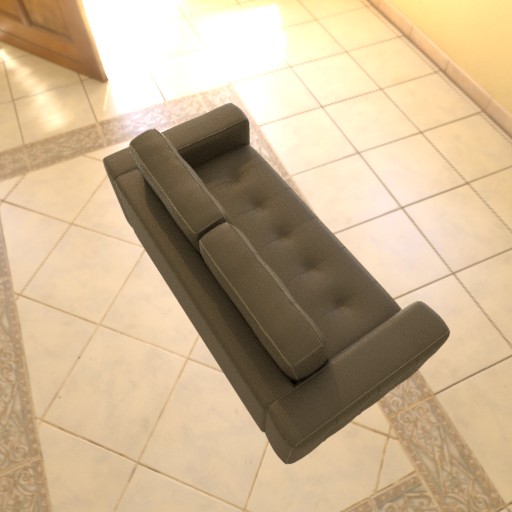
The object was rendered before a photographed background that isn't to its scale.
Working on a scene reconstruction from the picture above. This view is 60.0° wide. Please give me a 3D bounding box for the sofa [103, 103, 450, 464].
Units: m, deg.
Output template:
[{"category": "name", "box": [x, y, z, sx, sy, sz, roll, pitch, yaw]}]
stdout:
[{"category": "sofa", "box": [0.000, 0.000, 2.215, 0.833, 0.892, 1.726, -30, 63, -17]}]
